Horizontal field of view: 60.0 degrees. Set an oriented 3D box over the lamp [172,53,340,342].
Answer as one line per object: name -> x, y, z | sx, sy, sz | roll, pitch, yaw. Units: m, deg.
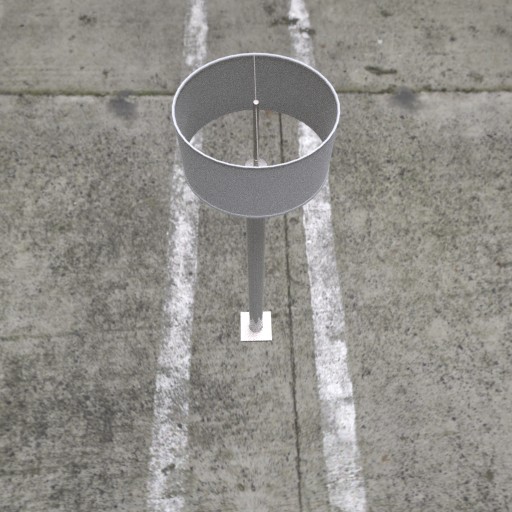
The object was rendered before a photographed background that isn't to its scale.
lamp -> 0.000, 0.000, 1.728 | 0.420, 1.475, 0.420 | -1, 59, -1
